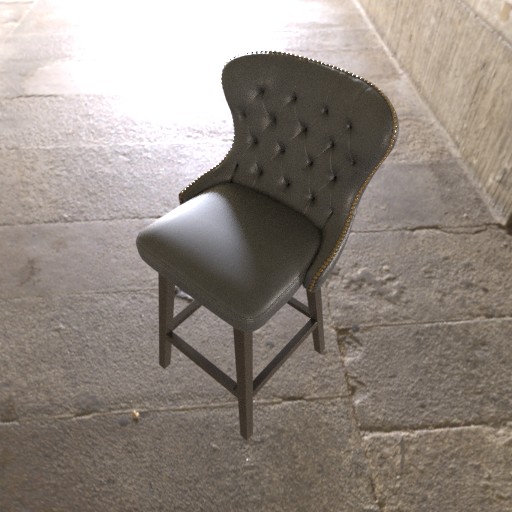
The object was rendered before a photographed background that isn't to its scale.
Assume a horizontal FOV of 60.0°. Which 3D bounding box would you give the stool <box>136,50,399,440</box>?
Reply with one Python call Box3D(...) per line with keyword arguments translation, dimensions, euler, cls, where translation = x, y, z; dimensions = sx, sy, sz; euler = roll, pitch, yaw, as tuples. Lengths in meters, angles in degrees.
Box3D(translation=(0.000, 0.000, 1.327), dimensions=(0.528, 0.971, 0.593), euler=(32, 54, 26), cls="stool")
